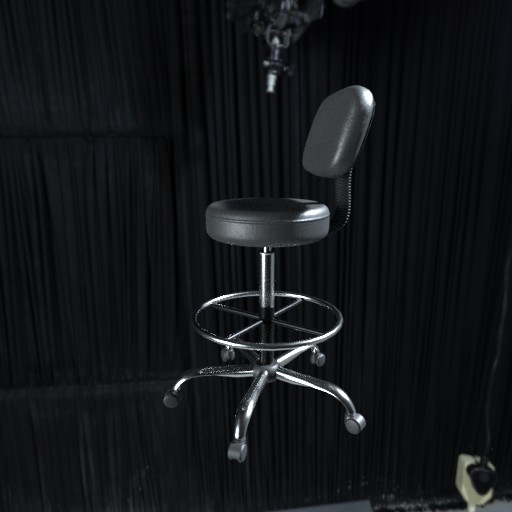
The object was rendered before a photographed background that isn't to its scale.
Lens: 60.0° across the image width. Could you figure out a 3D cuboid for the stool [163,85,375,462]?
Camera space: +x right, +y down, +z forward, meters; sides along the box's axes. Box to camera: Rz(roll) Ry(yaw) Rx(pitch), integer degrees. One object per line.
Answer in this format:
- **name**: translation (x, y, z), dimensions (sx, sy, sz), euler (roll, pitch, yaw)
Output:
- **stool**: translation (0.000, 0.000, 1.492), dimensions (0.658, 1.069, 0.694), euler (-2, 14, -7)
